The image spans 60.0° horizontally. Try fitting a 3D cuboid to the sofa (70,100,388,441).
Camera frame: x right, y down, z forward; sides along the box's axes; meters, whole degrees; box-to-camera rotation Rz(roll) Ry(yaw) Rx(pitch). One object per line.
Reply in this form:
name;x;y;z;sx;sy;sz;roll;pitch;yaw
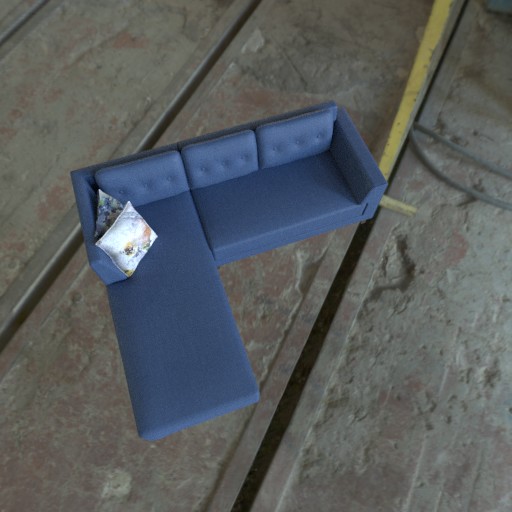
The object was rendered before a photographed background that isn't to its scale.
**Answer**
sofa;0.000;0.000;3.149;2.120;0.787;1.829;-18;66;-8
